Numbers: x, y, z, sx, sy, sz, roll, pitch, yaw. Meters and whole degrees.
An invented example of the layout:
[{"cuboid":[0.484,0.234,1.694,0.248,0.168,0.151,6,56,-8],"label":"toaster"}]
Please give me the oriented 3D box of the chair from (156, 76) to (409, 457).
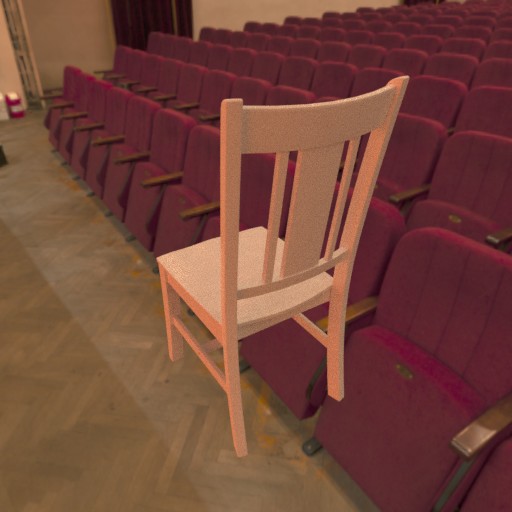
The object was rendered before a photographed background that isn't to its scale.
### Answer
[{"cuboid":[0.000,0.000,1.274,0.450,0.998,0.555,-18,35,-28],"label":"chair"}]
